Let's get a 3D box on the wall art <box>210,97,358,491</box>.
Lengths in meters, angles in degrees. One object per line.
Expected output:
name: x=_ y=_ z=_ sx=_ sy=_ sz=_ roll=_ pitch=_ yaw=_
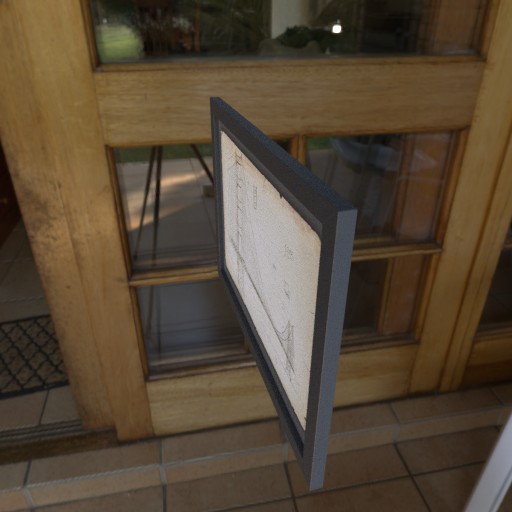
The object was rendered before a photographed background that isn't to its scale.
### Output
wall art: x=0.000 y=0.000 z=0.552 sx=0.016 sy=0.306 sz=0.432 roll=-8 pitch=31 yaw=-14
